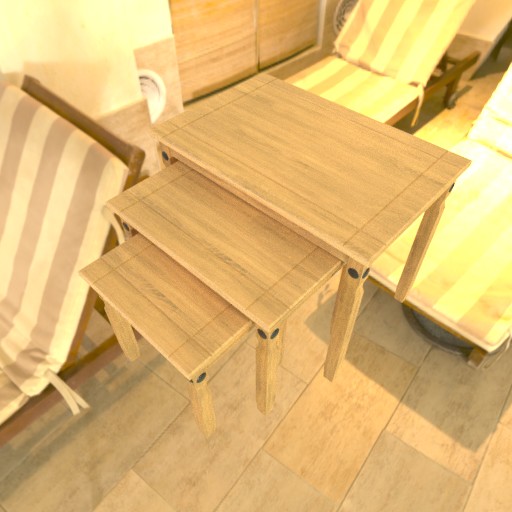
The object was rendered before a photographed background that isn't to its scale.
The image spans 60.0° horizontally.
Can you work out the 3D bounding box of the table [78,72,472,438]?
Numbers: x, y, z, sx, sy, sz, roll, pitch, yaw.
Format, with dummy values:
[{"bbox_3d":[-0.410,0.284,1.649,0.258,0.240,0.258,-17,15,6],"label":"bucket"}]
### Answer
[{"bbox_3d":[0.000,0.000,1.188,0.660,0.535,0.773,34,56,28],"label":"table"}]
